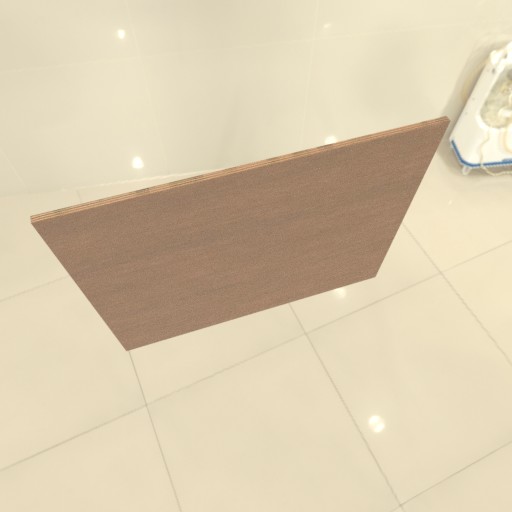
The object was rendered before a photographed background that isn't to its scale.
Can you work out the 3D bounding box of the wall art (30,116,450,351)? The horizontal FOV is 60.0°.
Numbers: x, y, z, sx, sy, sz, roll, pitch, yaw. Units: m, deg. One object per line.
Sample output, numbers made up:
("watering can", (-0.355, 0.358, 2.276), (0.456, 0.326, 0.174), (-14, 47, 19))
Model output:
("wall art", (0.000, 0.000, 0.690), (0.508, 0.408, 0.010), (-15, 60, -9))
